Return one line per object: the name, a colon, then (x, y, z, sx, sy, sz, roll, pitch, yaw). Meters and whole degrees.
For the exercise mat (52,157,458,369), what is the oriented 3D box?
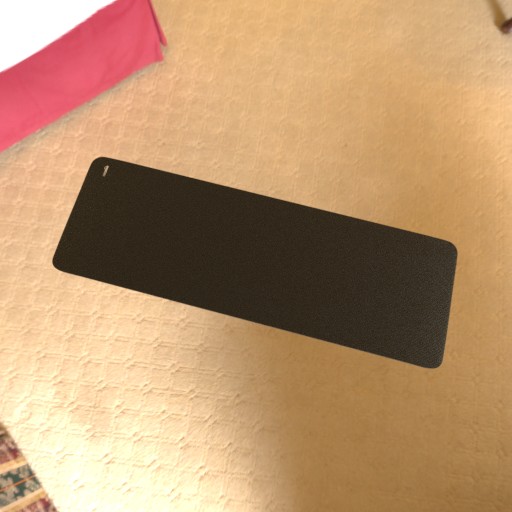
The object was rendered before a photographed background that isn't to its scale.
exercise mat: (0.000, 0.000, 2.116, 1.869, 0.021, 0.616, 14, 75, 4)
